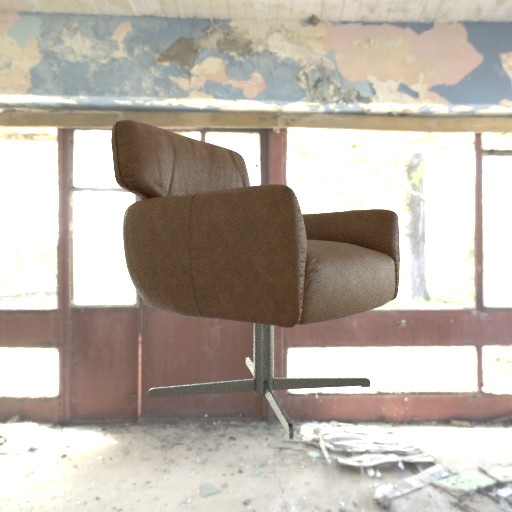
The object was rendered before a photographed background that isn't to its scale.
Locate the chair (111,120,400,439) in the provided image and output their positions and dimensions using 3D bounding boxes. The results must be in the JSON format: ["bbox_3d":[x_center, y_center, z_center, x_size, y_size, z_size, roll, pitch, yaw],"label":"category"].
[{"bbox_3d":[0.000,0.000,1.331,0.715,0.812,0.706,0,1,35],"label":"chair"}]
